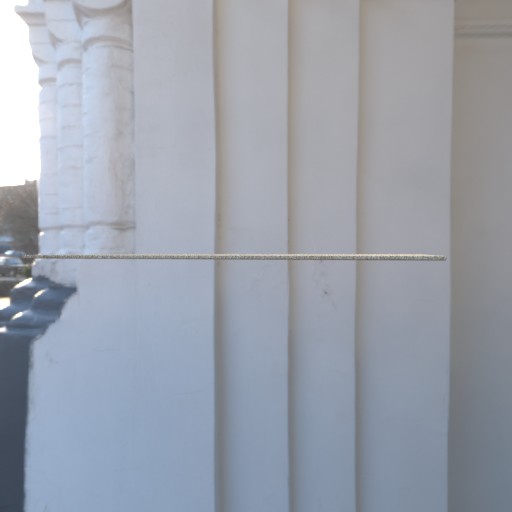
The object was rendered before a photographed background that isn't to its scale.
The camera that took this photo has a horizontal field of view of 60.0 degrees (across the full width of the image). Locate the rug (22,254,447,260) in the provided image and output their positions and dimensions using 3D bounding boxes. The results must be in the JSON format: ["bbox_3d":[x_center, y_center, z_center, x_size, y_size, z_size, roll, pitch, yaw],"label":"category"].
[{"bbox_3d":[0.000,0.000,4.085,3.000,0.026,2.400,0,1,17],"label":"rug"}]
